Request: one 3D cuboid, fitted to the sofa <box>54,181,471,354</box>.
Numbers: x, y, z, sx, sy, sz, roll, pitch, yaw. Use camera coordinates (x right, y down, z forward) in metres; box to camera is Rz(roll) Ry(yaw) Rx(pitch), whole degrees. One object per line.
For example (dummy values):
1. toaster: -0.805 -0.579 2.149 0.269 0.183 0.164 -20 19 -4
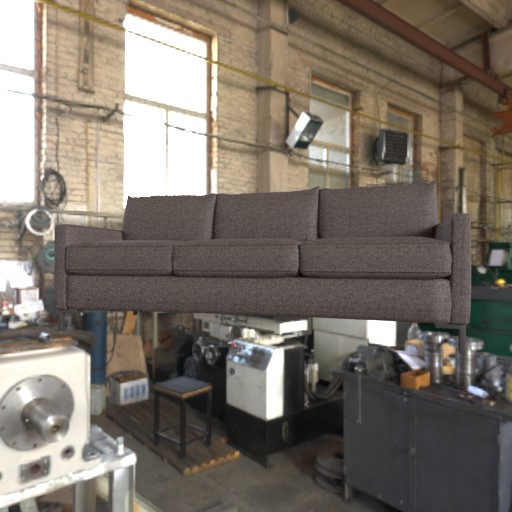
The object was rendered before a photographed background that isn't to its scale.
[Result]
1. sofa: 0.000 0.000 2.660 2.253 0.882 0.876 0 0 17
